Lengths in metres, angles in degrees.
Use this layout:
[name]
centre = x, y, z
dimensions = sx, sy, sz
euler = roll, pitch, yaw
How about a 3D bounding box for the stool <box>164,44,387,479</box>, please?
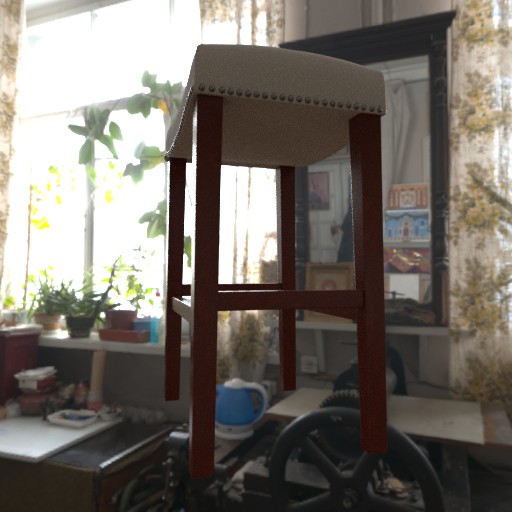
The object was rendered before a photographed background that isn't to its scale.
[stool]
centre = 0.000, 0.000, 1.009
dimensions = 0.372, 0.742, 0.504
euler = 1, -2, -17
